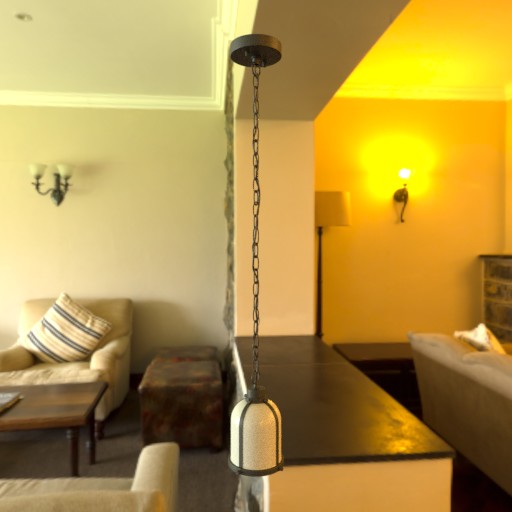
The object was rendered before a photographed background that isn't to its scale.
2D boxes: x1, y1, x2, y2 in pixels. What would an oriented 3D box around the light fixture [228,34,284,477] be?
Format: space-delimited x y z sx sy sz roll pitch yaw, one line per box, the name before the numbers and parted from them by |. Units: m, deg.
light fixture | 0.000 0.000 1.257 0.178 1.181 0.178 1 1 35
